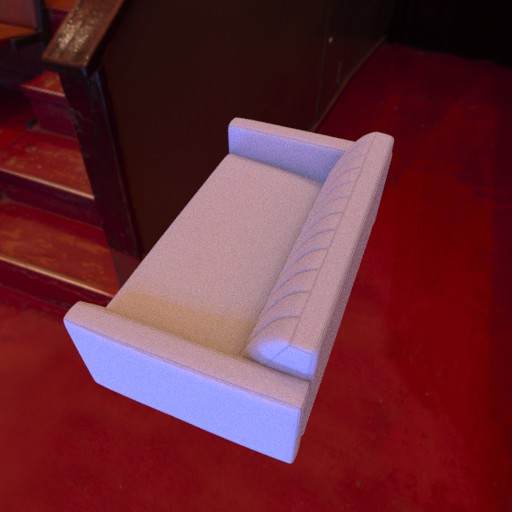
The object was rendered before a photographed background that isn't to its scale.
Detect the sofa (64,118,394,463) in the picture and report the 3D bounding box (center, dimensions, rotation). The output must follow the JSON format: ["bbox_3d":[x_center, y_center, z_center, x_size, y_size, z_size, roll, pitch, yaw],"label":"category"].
[{"bbox_3d":[0.000,0.000,2.171,0.950,0.801,1.585,17,49,15],"label":"sofa"}]
